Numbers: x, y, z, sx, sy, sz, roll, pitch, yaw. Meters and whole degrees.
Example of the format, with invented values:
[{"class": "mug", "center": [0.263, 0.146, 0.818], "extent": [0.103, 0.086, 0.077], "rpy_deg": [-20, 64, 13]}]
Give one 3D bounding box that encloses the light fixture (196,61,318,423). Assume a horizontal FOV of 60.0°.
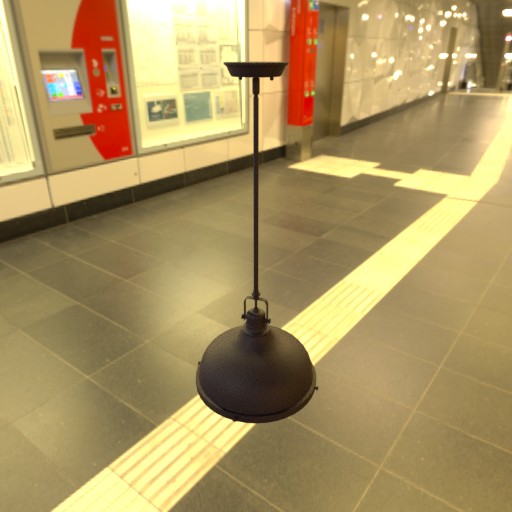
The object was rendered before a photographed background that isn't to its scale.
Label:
[{"class": "light fixture", "center": [0.000, 0.000, 1.059], "extent": [0.341, 0.849, 0.341], "rpy_deg": [8, 26, 16]}]
